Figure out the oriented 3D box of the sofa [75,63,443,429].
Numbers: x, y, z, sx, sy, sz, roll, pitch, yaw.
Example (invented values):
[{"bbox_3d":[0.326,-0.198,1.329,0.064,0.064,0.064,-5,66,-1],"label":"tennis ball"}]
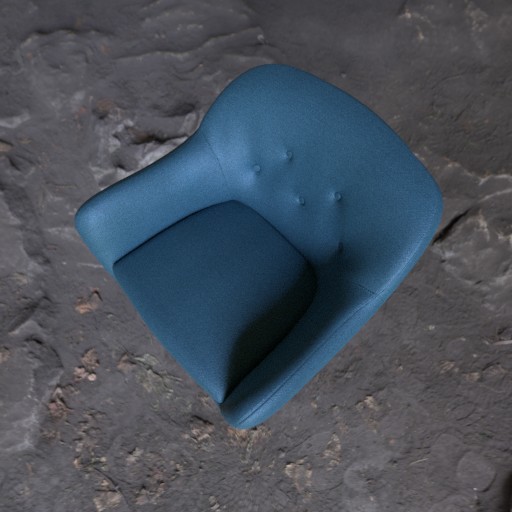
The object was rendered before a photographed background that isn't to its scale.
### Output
[{"bbox_3d":[0.000,0.000,1.477,0.825,0.817,0.836,-38,69,-17],"label":"sofa"}]
